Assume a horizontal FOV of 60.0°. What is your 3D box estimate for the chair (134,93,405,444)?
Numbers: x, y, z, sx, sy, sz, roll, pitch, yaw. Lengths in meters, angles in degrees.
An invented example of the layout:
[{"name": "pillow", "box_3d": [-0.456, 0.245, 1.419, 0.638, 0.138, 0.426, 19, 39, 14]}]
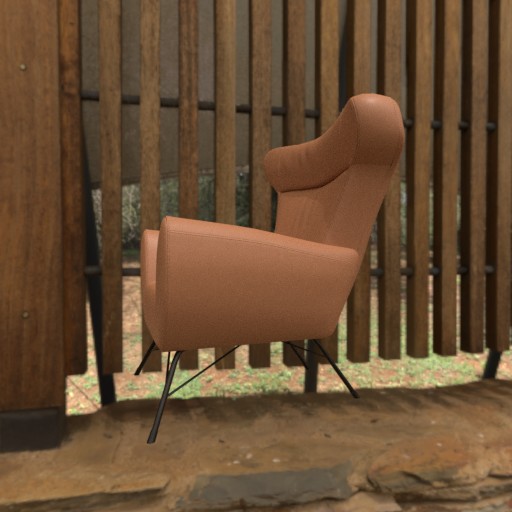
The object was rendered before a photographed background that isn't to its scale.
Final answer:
[{"name": "chair", "box_3d": [0.000, 0.000, 1.748, 0.900, 1.050, 0.980, 0, 0, -18]}]
